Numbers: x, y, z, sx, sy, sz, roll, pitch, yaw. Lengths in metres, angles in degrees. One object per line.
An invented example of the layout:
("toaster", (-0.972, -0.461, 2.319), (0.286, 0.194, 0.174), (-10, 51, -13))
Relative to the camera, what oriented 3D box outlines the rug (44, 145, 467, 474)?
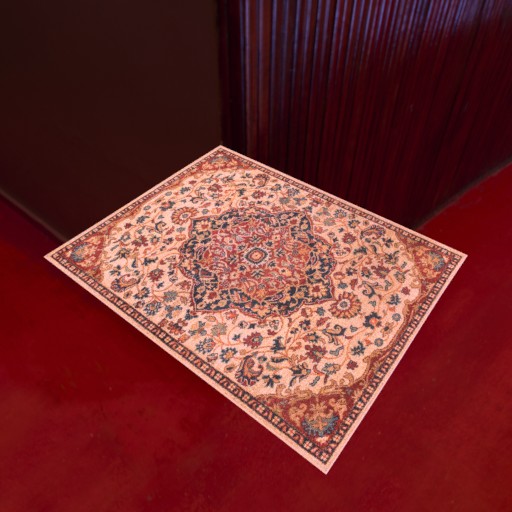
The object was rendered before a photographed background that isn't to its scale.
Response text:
("rug", (0.000, 0.000, 4.104), (3.067, 0.005, 2.454), (29, 52, 26))
